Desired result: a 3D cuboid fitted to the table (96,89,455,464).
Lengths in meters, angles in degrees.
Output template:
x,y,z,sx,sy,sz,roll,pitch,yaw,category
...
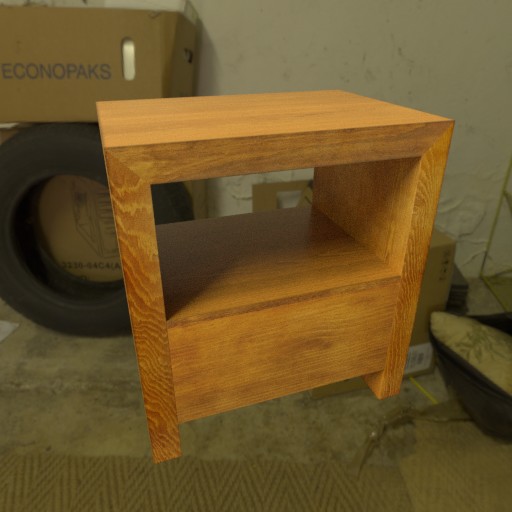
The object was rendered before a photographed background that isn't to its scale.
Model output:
x,y,z,sx,sy,sz,roll,pitch,yaw,category
0.000,0.000,0.951,0.550,0.605,0.400,-9,29,-17,table
